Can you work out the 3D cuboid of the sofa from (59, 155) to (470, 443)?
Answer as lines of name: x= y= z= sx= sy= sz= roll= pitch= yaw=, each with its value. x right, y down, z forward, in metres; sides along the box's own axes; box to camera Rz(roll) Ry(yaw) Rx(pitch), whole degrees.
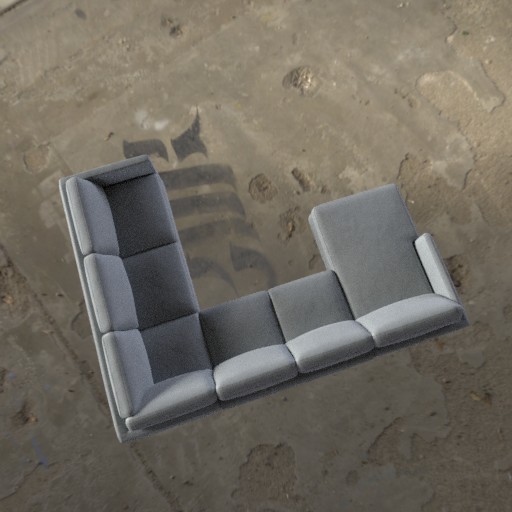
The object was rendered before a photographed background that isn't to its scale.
sofa: x=0.000 y=0.000 z=4.360 sx=3.238 sy=0.853 sz=2.551 roll=-17 pitch=76 yaw=-4
